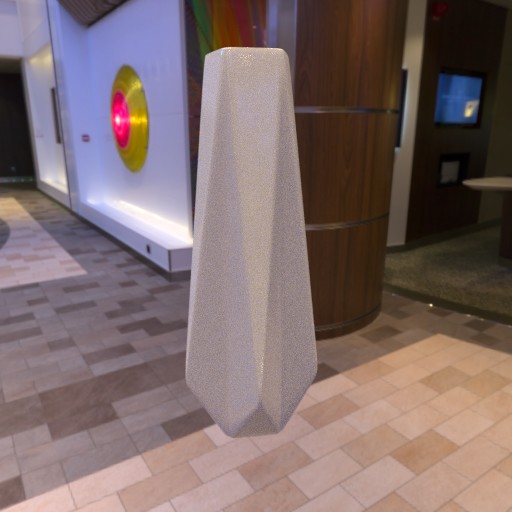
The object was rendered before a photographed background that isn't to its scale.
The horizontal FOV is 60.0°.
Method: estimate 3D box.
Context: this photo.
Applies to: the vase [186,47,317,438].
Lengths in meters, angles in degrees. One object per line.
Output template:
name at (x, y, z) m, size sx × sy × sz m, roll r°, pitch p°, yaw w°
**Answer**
vase at (0.000, 0.000, 0.393) m, size 0.116 × 0.329 × 0.122 m, roll 3°, pitch 17°, yaw 10°
